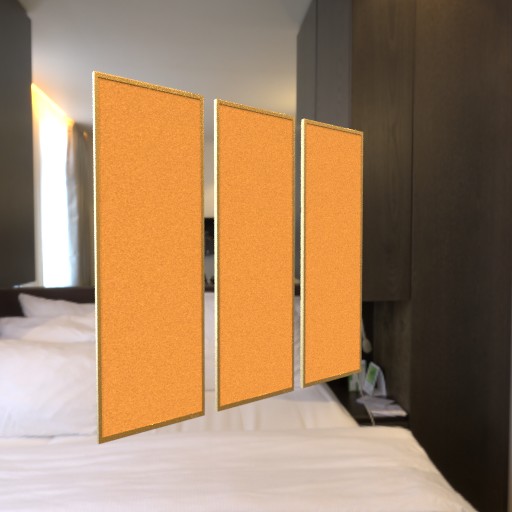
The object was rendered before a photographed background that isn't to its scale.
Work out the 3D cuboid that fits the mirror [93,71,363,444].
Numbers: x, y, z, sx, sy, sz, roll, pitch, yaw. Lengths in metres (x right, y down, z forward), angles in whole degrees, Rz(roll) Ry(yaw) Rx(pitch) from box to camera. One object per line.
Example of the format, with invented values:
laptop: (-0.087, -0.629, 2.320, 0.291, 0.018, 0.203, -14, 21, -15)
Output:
mirror: (0.000, 0.000, 1.414, 1.011, 0.926, 0.023, -1, 2, -37)
